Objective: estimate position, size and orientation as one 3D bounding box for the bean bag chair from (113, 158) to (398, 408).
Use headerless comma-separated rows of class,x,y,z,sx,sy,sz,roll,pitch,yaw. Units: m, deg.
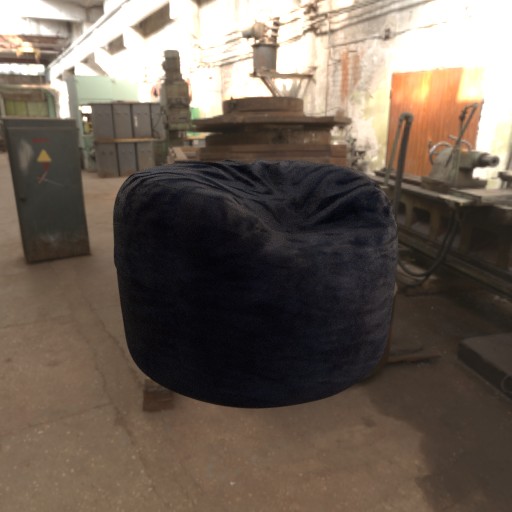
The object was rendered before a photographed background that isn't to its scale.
bean bag chair,0.000,0.000,1.505,0.918,0.616,0.918,0,17,0
